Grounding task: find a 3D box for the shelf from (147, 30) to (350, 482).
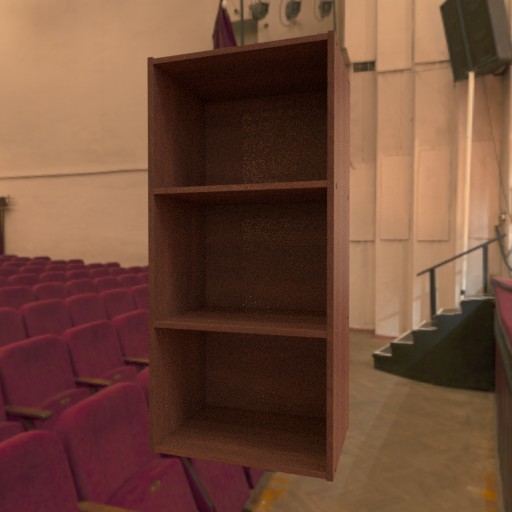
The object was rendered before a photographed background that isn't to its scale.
[{"bbox_3d":[0.000,0.000,1.062,0.414,0.879,0.290,0,1,18],"label":"shelf"}]
